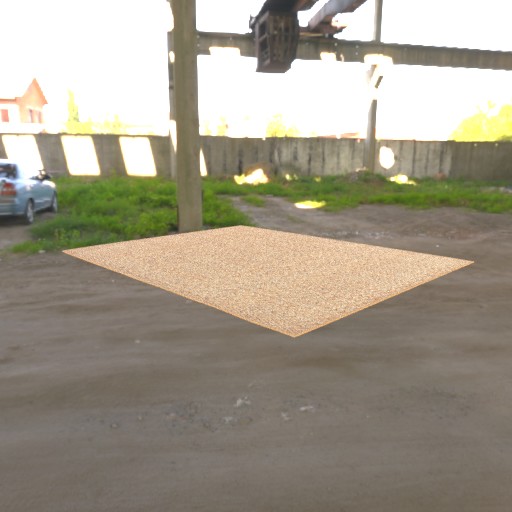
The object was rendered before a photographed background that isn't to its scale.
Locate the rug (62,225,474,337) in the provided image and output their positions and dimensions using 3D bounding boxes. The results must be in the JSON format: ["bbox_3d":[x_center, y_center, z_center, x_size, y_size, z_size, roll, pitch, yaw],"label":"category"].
[{"bbox_3d":[0.000,0.000,4.150,2.439,0.013,3.048,-12,17,-43],"label":"rug"}]
